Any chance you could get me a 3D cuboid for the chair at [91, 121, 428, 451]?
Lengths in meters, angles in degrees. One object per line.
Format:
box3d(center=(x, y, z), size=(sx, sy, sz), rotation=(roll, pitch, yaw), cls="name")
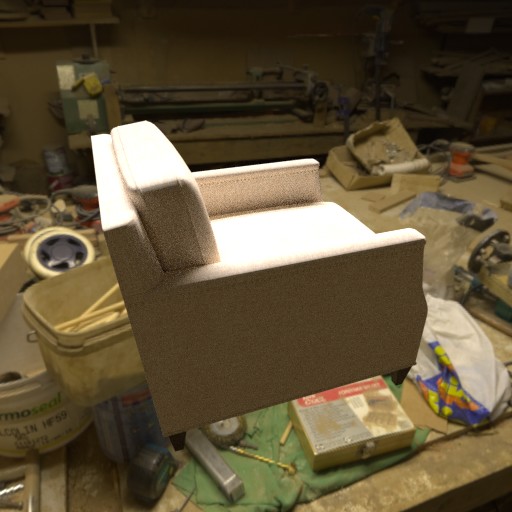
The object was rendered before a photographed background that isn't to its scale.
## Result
box3d(center=(0.000, 0.000, 1.707), size=(1.041, 0.940, 0.838), rotation=(-10, 32, -17), cls="chair")
